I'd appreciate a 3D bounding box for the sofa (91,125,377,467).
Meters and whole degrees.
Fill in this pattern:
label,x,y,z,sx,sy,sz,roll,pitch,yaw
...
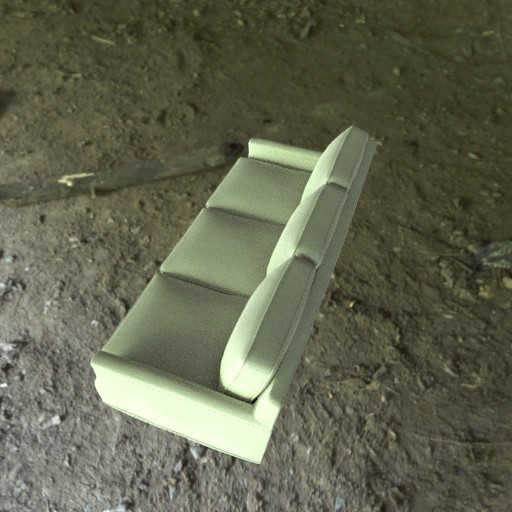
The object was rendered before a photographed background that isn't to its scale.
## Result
label,x,y,z,sx,sy,sz,roll,pitch,yaw
sofa,0.000,0.000,2.912,1.084,1.003,2.246,16,49,14
